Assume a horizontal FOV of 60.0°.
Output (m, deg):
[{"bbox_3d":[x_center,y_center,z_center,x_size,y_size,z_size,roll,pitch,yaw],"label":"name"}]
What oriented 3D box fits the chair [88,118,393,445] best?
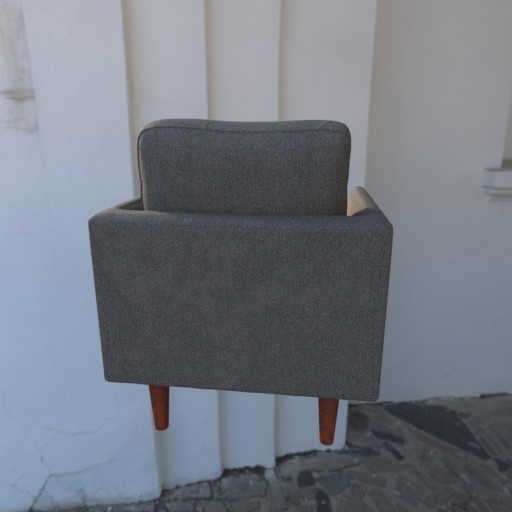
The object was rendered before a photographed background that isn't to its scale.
[{"bbox_3d":[0.000,0.000,1.631,0.858,0.957,0.899,2,16,7],"label":"chair"}]
